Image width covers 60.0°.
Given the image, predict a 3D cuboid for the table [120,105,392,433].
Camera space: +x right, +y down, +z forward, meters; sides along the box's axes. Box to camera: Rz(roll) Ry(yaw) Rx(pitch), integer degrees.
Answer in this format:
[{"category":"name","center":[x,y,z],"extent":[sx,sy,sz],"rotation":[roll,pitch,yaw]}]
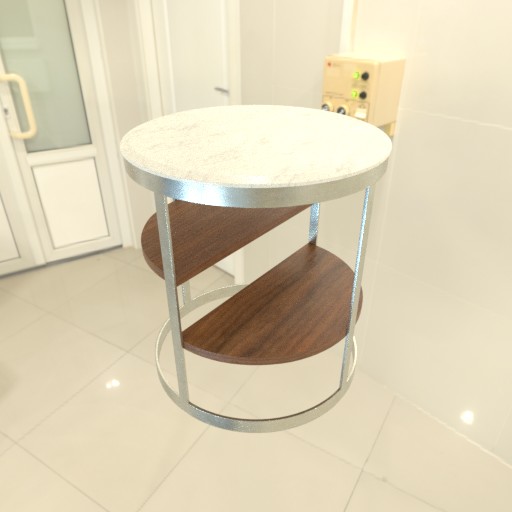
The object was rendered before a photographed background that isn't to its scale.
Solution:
[{"category":"table","center":[0.000,0.000,0.797],"extent":[0.407,0.447,0.407],"rotation":[0,31,0]}]
